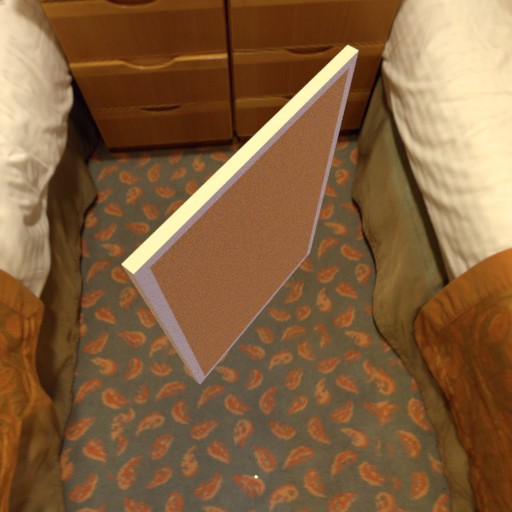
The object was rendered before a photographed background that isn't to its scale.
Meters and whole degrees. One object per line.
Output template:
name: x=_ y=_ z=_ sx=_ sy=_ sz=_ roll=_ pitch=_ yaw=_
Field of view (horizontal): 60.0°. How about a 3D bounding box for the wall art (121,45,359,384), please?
wall art: x=0.000 y=0.000 z=0.572 sx=0.013 sy=0.433 sz=0.303 roll=35 pitch=69 yaw=16
